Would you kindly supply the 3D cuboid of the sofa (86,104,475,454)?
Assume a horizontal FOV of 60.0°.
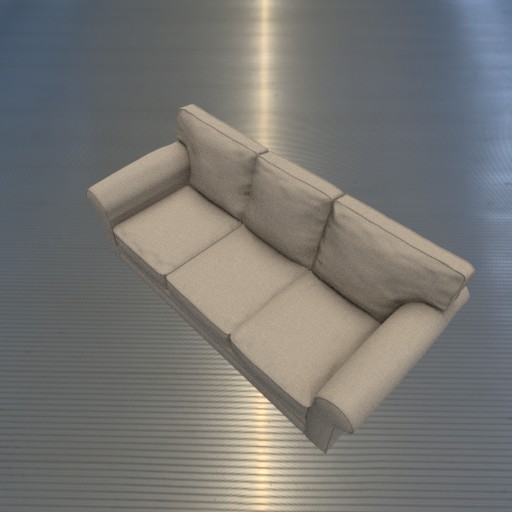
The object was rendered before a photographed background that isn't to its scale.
[{"bbox_3d":[0.000,0.000,2.613,0.998,0.889,2.118,-36,57,-28],"label":"sofa"}]
